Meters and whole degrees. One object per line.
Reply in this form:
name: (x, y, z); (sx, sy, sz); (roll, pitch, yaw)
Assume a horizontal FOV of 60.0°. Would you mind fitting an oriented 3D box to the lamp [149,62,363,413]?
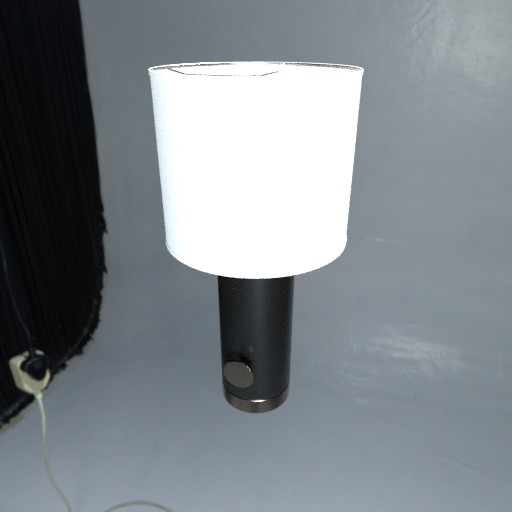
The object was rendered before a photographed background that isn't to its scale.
lamp: (0.000, 0.000, 0.615); (0.241, 0.482, 0.240); (9, 28, 17)
